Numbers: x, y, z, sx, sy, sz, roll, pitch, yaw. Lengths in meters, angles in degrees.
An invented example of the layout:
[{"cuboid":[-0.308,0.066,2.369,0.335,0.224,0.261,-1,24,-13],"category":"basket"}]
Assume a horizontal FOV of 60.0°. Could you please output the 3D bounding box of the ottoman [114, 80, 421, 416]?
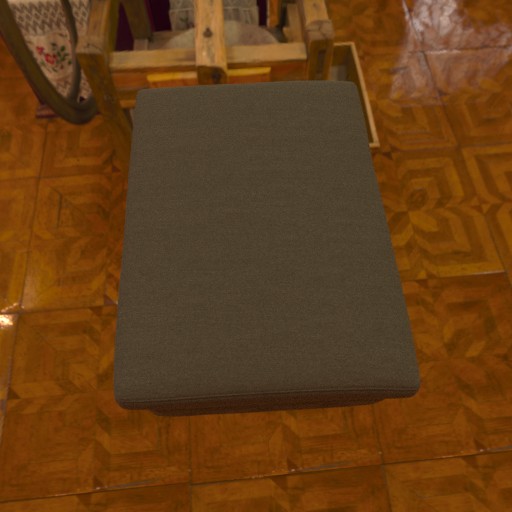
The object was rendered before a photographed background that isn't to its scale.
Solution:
[{"cuboid":[0.000,0.000,1.129,0.569,0.500,0.771,-3,64,-1],"category":"ottoman"}]
